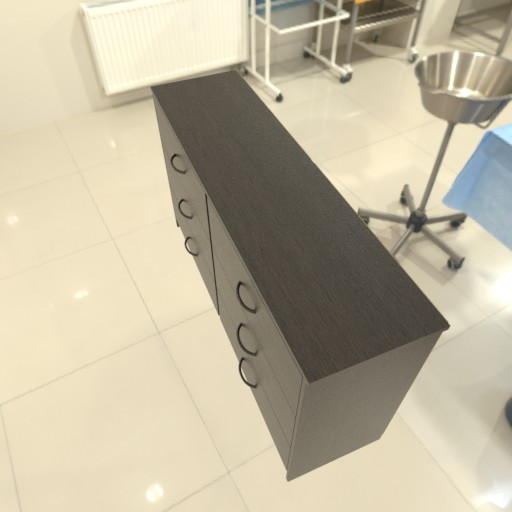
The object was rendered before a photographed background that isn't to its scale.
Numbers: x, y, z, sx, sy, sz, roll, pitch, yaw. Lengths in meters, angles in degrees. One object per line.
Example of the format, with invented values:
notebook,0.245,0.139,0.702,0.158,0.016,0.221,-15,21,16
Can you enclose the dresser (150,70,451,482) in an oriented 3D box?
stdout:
dresser,0.000,0.000,1.662,0.401,0.755,1.360,-17,51,-15
